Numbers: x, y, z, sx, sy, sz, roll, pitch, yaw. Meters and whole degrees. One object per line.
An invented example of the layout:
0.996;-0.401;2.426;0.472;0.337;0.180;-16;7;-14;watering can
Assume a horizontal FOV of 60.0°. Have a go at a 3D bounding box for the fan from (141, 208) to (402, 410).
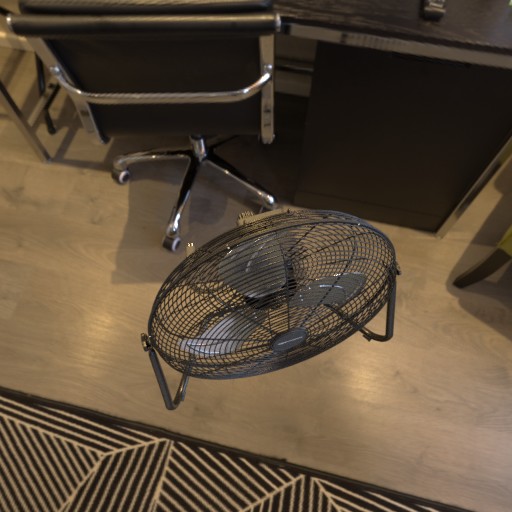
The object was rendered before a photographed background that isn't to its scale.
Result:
0.000;0.000;1.014;0.595;0.605;0.470;-16;65;-7;fan
